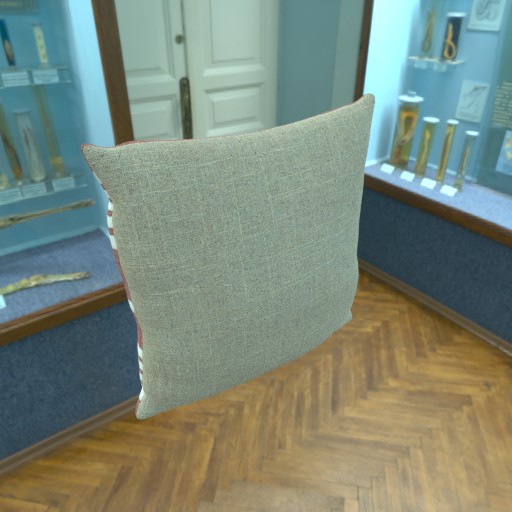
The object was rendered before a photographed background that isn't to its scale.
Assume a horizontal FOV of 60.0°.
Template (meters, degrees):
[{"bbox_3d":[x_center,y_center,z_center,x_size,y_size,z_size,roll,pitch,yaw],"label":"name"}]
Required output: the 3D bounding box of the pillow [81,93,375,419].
[{"bbox_3d":[0.000,0.000,0.668,0.439,0.427,0.182,-19,36,-28],"label":"pillow"}]
